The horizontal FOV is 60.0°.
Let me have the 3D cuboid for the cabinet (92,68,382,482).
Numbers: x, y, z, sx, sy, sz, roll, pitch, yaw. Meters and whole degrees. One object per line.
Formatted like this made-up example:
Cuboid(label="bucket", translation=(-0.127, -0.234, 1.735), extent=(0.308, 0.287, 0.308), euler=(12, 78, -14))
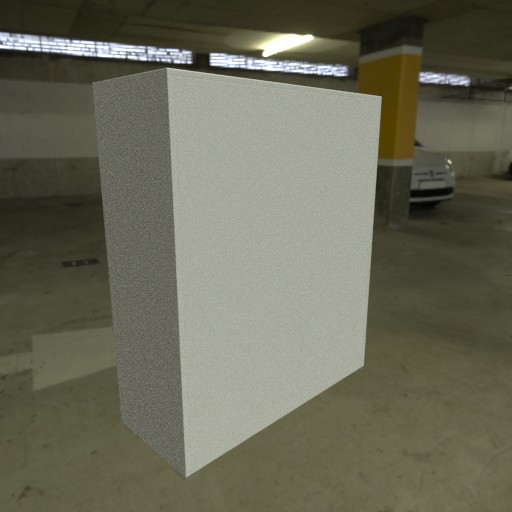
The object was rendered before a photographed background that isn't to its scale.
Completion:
Cuboid(label="cabinet", translation=(0.000, 0.000, 1.694), extent=(1.000, 1.190, 0.400), euler=(-14, 20, -43))
